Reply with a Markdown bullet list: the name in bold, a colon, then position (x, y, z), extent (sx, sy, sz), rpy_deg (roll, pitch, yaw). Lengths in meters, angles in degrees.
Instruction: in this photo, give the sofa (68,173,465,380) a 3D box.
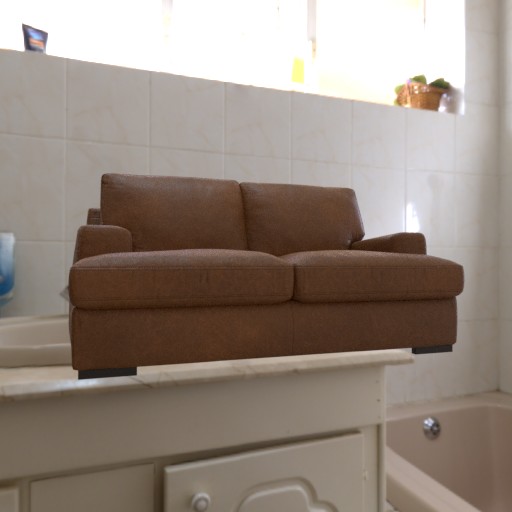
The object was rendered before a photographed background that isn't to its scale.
- **sofa**: position (0.000, 0.000, 2.448), extent (1.880, 0.966, 1.144), rpy_deg (0, -1, -17)
